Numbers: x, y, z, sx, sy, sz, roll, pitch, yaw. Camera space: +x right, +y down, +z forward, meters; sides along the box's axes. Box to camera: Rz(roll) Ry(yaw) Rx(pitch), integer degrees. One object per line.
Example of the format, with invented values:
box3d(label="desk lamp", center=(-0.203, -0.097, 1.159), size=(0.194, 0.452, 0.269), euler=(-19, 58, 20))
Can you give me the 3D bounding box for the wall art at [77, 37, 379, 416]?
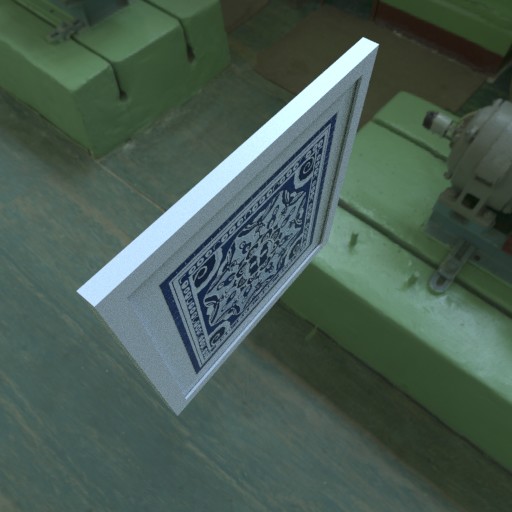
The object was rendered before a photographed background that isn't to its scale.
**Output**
box3d(label="wall art", center=(0.000, 0.000, 0.808), size=(0.028, 0.559, 0.559), euler=(35, 65, 19))
